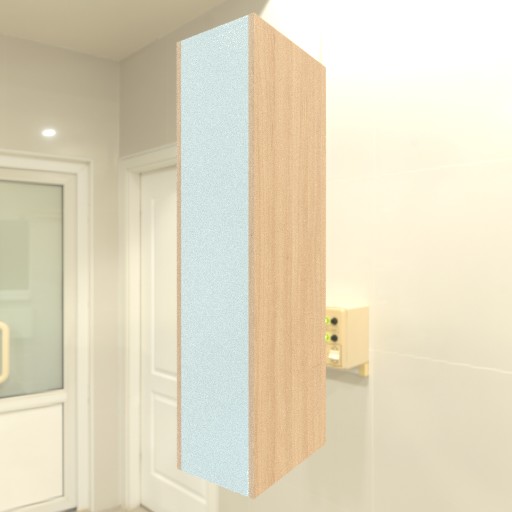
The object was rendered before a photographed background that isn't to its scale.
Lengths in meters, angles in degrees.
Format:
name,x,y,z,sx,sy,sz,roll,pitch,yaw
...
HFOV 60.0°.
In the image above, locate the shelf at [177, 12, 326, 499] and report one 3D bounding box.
name,x,y,z,sx,sy,sz,roll,pitch,yaw
shelf,0.000,0.000,0.977,0.197,0.882,0.290,0,0,35
